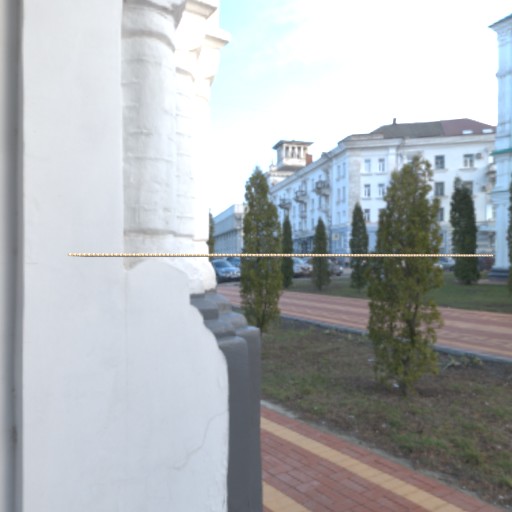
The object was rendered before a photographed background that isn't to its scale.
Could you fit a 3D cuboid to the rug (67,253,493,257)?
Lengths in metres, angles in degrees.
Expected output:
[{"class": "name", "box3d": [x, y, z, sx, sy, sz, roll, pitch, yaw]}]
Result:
[{"class": "rug", "box3d": [0.000, 0.000, 4.088, 3.048, 0.013, 2.438, 0, 0, -18]}]
